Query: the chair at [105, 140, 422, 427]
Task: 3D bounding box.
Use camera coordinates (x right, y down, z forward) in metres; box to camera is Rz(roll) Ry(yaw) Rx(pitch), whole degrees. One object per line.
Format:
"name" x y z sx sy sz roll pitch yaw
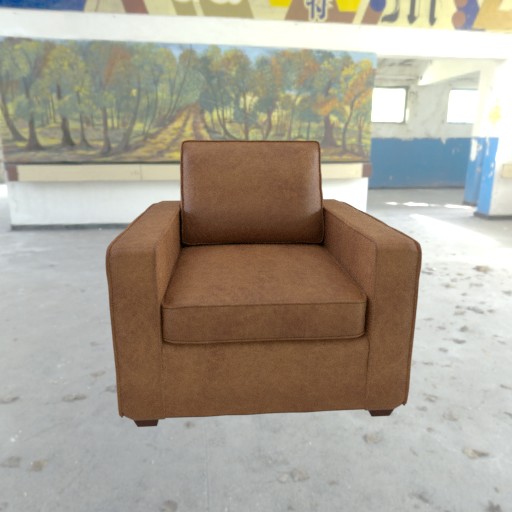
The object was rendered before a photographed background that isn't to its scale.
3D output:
"chair" 0.000 0.000 1.785 0.987 0.901 1.027 -2 15 -7
